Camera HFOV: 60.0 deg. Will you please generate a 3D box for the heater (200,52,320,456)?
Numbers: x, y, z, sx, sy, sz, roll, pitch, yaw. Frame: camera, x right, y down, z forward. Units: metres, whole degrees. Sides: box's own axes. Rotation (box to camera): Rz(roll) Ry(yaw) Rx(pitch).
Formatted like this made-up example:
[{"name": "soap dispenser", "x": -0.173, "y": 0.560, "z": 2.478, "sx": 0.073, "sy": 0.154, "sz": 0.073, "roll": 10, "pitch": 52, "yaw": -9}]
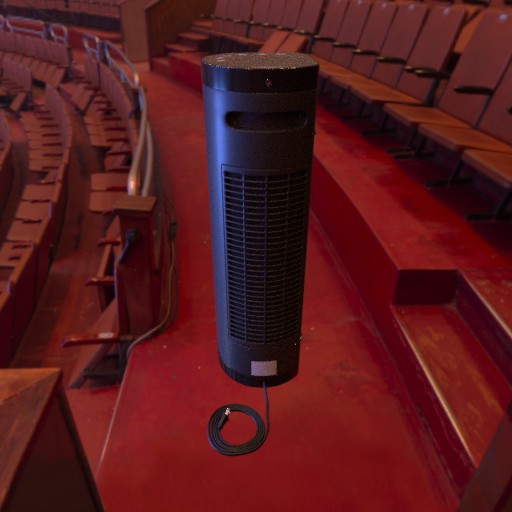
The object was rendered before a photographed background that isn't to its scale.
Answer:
[{"name": "heater", "x": 0.000, "y": 0.000, "z": 0.694, "sx": 0.174, "sy": 0.552, "sz": 0.312, "roll": -1, "pitch": 31, "yaw": -3}]
